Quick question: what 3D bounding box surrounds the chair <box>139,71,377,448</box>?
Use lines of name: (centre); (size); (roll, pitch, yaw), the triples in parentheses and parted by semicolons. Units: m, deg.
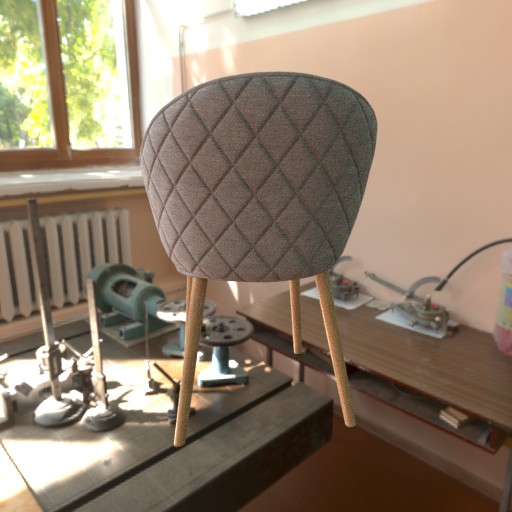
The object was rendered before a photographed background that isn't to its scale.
chair: (0.000, 0.000, 1.119); (0.540, 0.800, 0.530); (-3, 15, -9)
